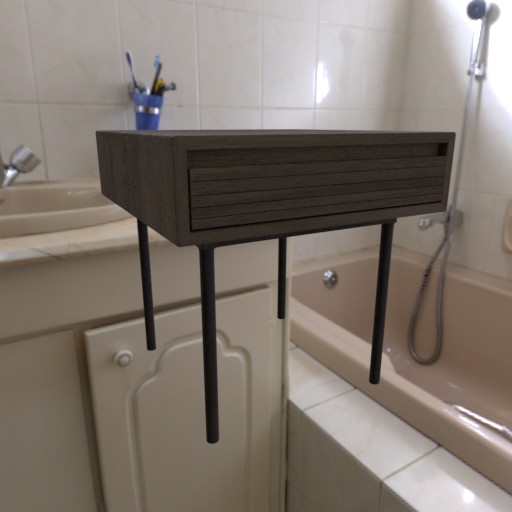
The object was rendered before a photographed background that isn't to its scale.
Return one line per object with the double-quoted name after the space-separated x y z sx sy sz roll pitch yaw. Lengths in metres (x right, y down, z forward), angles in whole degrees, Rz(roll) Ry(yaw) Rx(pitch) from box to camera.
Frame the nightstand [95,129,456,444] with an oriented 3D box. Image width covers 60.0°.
0.000 0.000 0.916 0.502 0.497 0.503 -9 19 -28 "nightstand"
